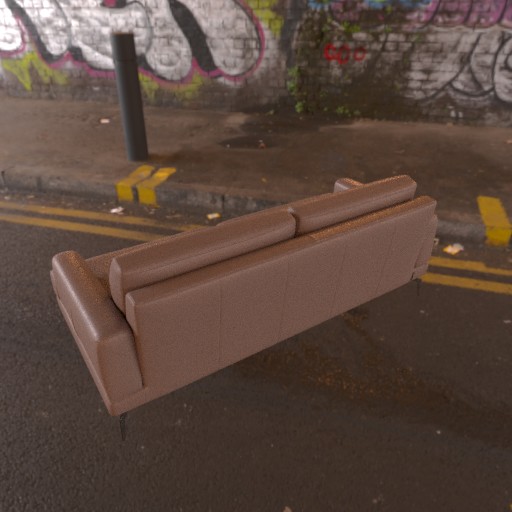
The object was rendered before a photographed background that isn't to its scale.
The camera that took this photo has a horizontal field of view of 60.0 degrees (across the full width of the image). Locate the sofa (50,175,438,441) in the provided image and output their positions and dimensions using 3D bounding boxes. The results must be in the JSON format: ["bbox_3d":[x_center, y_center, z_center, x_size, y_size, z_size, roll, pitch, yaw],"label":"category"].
[{"bbox_3d":[0.000,0.000,2.389,1.940,0.765,0.974,-19,35,-29],"label":"sofa"}]
